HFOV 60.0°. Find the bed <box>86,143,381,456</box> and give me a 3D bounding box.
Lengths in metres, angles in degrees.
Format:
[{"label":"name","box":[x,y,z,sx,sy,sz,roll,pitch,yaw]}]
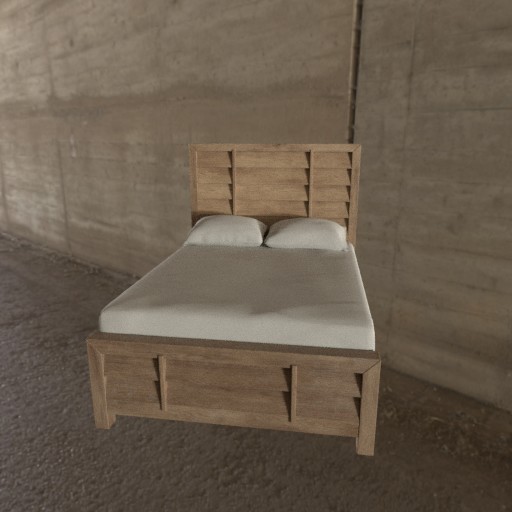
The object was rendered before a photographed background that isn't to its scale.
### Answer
[{"label":"bed","box":[0.000,0.000,3.369,1.626,1.626,2.197,2,15,8]}]
